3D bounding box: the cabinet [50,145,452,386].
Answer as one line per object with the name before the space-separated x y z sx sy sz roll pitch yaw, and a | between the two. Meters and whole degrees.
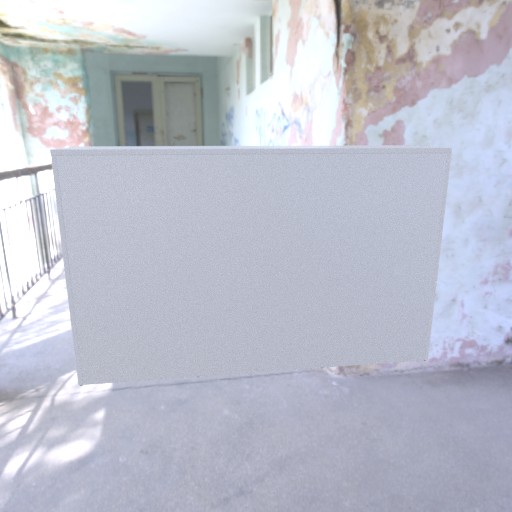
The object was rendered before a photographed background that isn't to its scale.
cabinet | 0.000 0.000 1.885 1.450 0.900 0.380 -2 16 -8
